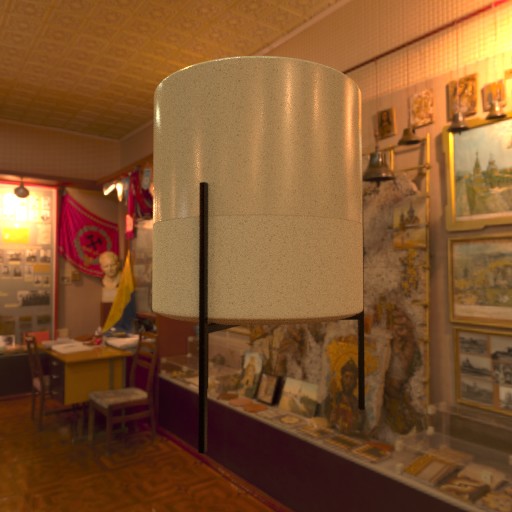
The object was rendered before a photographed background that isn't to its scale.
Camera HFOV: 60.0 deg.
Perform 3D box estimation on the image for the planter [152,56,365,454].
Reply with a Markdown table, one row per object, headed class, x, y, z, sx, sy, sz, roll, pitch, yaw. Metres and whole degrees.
| class | x | y | z | sx | sy | sz | roll | pitch | yaw |
| --- | --- | --- | --- | --- | --- | --- | --- | --- | --- |
| planter | 0.000 | 0.000 | 0.685 | 0.314 | 0.475 | 0.323 | 1 | -2 | -36 |
